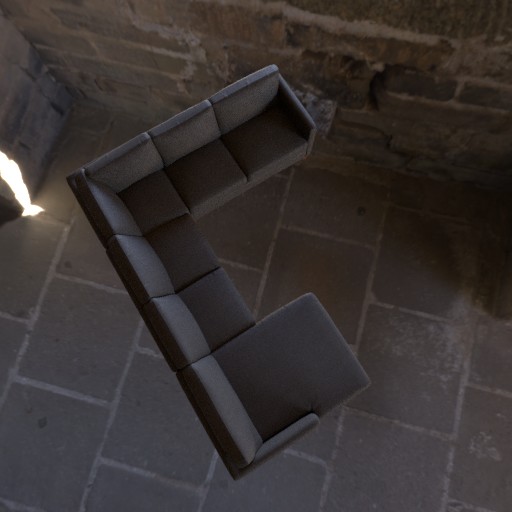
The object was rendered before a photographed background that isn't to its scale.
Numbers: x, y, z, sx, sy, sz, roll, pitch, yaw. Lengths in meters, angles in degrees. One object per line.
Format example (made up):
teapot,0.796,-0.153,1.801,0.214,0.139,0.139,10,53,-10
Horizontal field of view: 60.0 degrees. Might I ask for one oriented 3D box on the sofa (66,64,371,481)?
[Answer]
sofa,0.000,0.000,4.662,2.594,0.961,3.460,-31,78,-7
